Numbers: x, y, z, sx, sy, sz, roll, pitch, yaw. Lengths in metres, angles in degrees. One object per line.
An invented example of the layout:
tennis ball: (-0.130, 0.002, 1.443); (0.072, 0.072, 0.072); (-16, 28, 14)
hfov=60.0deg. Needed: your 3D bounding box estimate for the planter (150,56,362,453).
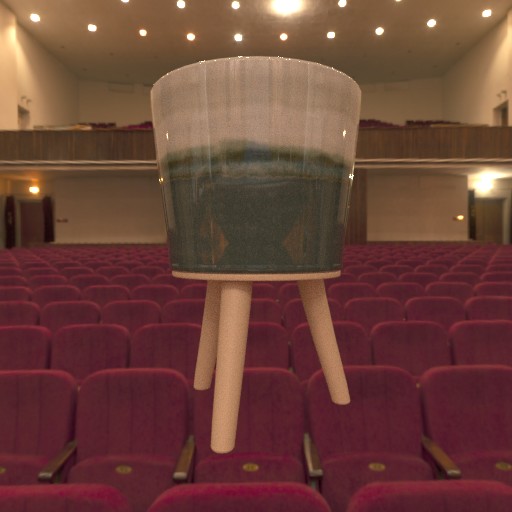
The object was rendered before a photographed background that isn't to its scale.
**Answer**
planter: (0.000, 0.000, 0.470); (0.217, 0.331, 0.217); (0, 1, 0)
